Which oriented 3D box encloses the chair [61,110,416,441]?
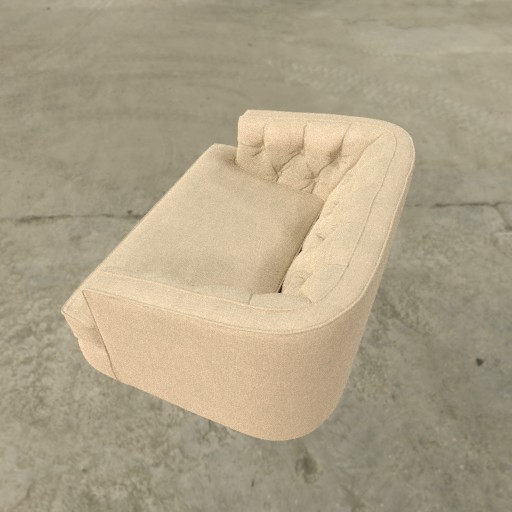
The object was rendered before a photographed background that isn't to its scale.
[{"bbox_3d":[0.000,0.000,1.672,0.914,0.787,1.118,18,49,16],"label":"chair"}]
